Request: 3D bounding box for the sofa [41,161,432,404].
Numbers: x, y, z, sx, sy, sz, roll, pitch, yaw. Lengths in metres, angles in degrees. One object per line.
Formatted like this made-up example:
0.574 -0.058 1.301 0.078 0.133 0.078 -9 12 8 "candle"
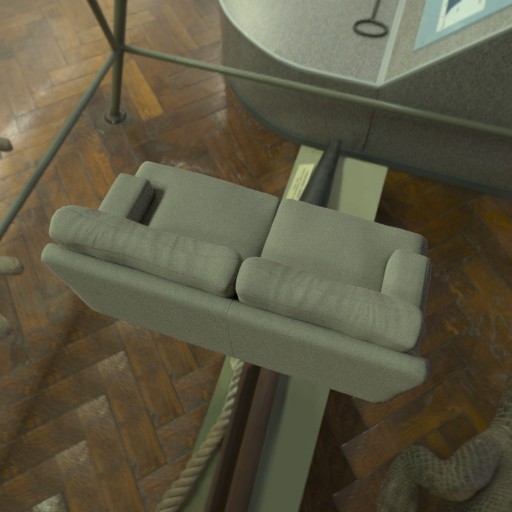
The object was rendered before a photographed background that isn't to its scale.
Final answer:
0.000 0.000 2.431 1.855 0.980 0.962 16 65 8 "sofa"
